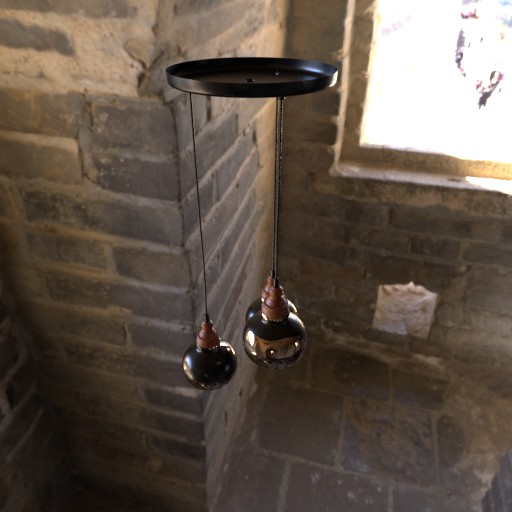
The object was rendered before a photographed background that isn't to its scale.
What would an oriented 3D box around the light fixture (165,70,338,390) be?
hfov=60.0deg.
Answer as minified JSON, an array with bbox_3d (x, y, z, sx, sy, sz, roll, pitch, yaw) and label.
[{"bbox_3d":[0.000,0.000,1.796,0.608,1.410,0.605,-19,36,-28],"label":"light fixture"}]
